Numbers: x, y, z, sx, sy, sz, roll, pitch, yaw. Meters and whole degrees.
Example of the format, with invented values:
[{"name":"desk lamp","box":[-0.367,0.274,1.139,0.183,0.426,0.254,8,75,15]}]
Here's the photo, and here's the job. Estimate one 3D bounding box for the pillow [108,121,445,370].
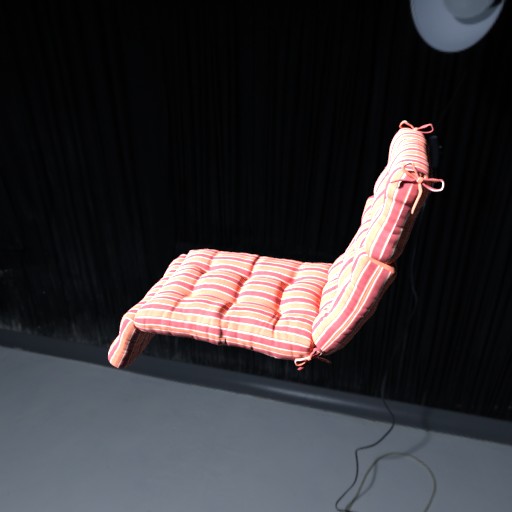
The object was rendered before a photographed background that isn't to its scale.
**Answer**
[{"name":"pillow","box":[0.000,0.000,1.500,1.016,0.863,0.526,8,31,14]}]
